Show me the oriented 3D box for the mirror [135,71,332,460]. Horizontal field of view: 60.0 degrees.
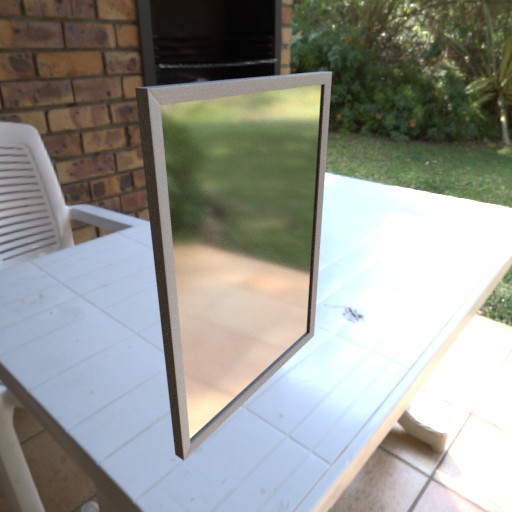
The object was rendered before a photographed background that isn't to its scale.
[{"bbox_3d":[0.000,0.000,1.360,0.040,1.016,0.762,17,30,32],"label":"mirror"}]
